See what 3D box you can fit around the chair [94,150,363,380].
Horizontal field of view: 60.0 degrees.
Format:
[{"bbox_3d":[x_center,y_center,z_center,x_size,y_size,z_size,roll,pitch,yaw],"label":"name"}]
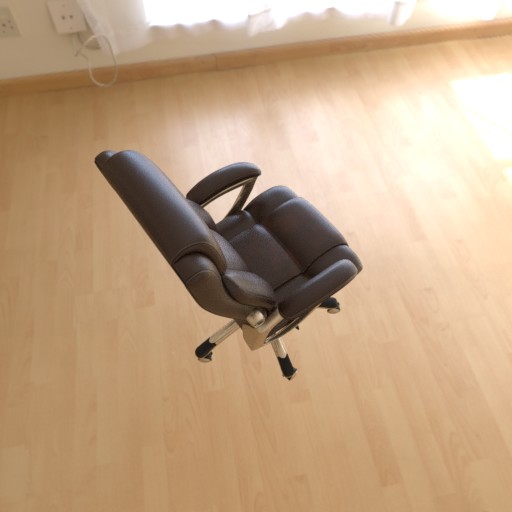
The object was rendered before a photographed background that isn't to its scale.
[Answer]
[{"bbox_3d":[0.000,0.000,1.692,0.749,1.194,0.692,-32,64,-18],"label":"chair"}]
